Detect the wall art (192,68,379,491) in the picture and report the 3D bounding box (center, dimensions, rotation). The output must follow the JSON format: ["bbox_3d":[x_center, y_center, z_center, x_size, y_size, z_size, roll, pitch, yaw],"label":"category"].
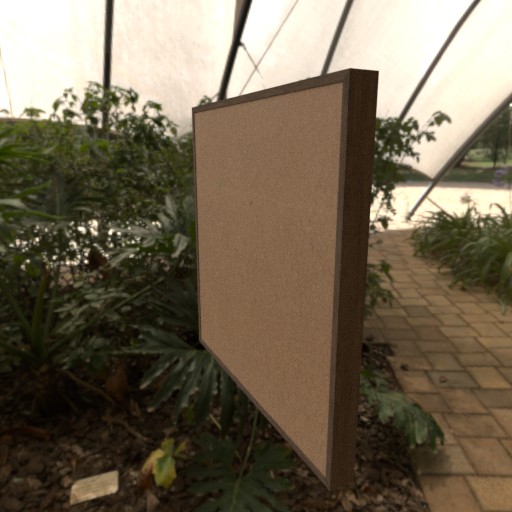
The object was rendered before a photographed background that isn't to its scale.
[{"bbox_3d":[0.000,0.000,0.739,0.038,0.508,0.508,-7,15,-25],"label":"wall art"}]
